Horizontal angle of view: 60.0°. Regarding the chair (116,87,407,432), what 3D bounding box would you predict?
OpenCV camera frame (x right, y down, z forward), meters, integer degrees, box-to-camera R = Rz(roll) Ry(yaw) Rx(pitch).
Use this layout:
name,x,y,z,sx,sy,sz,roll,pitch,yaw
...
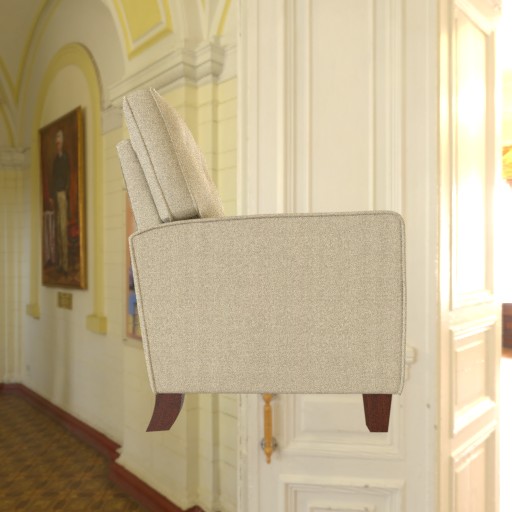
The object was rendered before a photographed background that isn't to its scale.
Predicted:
name,x,y,z,sx,sy,sz,roll,pitch,yaw
chair,0.000,0.000,1.412,0.754,0.888,0.648,0,1,1
